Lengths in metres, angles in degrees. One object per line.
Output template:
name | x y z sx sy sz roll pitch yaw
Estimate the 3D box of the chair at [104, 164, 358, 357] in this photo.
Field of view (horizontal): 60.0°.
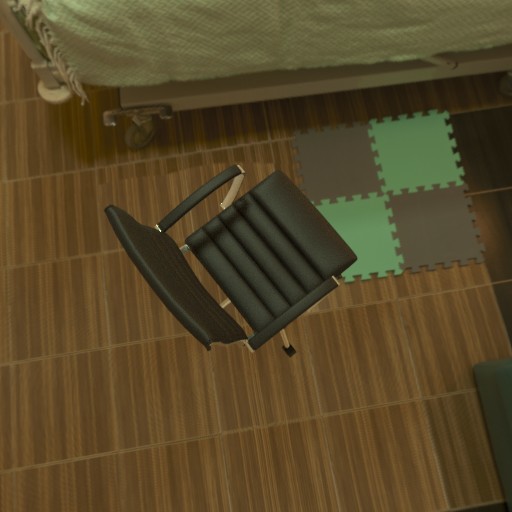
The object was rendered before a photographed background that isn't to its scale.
chair | 0.000 0.000 1.675 0.739 1.149 0.766 -37 78 -9
